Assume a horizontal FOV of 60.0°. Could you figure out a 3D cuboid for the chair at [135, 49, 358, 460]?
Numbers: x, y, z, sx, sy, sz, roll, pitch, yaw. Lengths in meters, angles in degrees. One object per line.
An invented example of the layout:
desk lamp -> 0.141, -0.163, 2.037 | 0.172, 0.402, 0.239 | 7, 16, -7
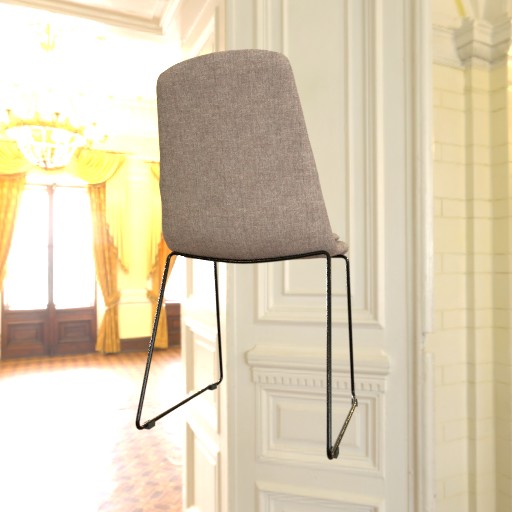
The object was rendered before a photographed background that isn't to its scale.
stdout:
chair -> 0.000, 0.000, 1.167 | 0.479, 0.858, 0.518 | 0, -1, 20
